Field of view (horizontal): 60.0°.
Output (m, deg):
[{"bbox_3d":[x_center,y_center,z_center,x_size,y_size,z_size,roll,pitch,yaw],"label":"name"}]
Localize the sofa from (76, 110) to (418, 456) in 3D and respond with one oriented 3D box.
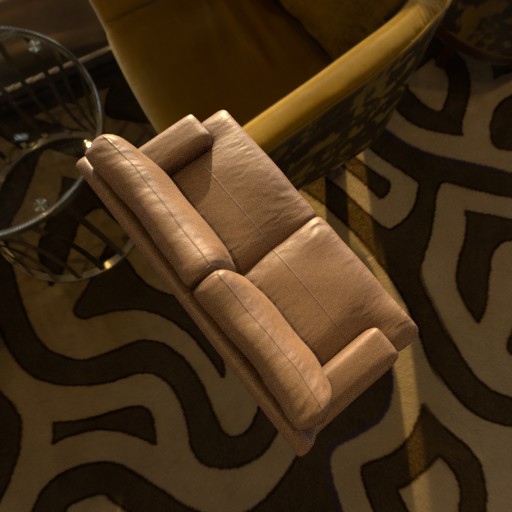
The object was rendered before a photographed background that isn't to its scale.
[{"bbox_3d":[0.000,0.000,2.505,0.962,0.980,1.855,-38,79,-9],"label":"sofa"}]
